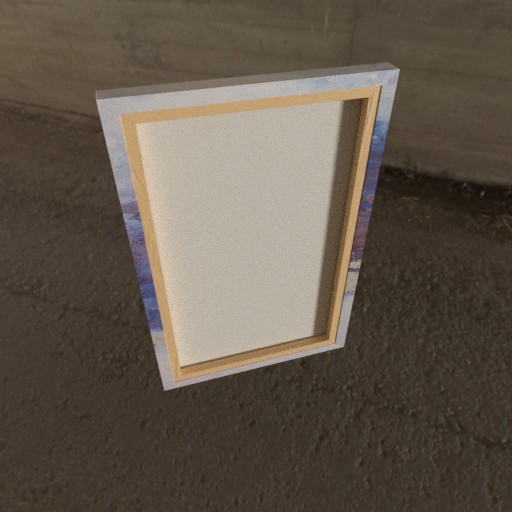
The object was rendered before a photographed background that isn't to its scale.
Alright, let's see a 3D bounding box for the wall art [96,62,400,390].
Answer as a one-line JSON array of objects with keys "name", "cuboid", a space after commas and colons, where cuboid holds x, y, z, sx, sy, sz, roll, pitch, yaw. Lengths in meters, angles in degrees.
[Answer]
[{"name": "wall art", "cuboid": [0.000, 0.000, 1.119, 0.583, 0.874, 0.048, -11, 41, -12]}]
